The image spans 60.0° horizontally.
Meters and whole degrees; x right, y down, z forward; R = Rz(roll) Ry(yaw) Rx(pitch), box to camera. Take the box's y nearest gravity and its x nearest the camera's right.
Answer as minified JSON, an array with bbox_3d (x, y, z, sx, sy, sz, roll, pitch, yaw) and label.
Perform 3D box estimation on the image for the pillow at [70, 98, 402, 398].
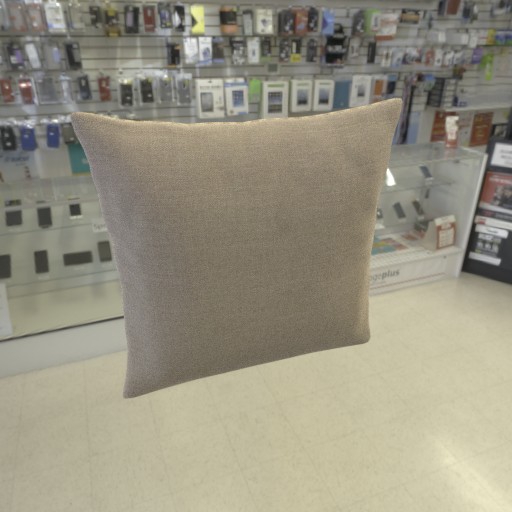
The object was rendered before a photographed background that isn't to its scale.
[{"bbox_3d":[0.000,0.000,0.778,0.523,0.510,0.166,-8,28,-17],"label":"pillow"}]
